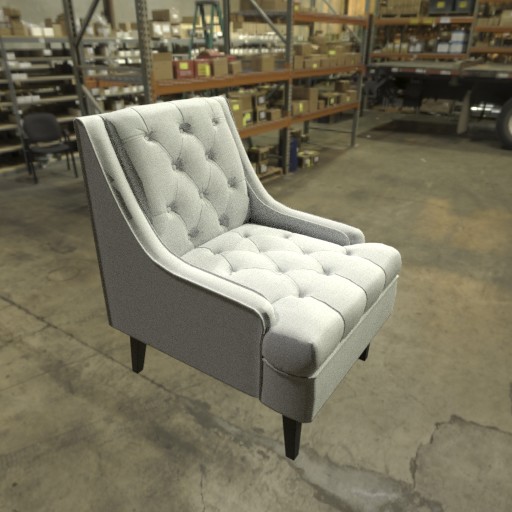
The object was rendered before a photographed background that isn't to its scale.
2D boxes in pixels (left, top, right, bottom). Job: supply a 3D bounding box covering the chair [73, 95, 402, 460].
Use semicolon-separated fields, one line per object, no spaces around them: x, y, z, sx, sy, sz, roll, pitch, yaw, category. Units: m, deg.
0.000;0.000;1.417;0.772;0.891;0.658;17;31;31;chair
